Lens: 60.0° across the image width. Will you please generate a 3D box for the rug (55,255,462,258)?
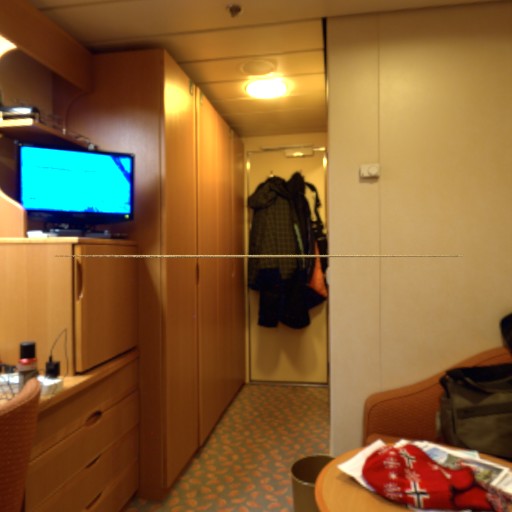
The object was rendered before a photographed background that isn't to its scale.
[{"bbox_3d":[0.000,0.000,4.190,3.043,0.013,2.444,0,0,-37],"label":"rug"}]
